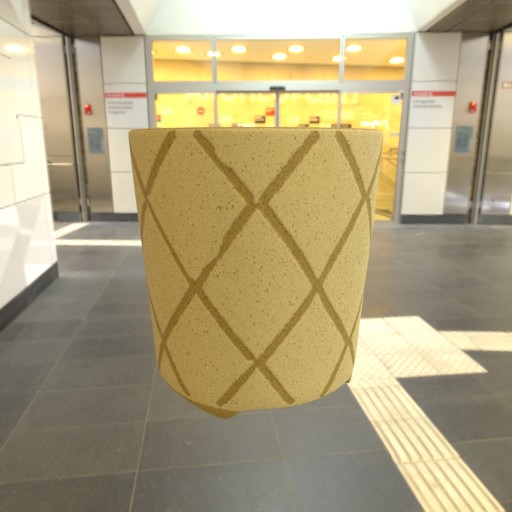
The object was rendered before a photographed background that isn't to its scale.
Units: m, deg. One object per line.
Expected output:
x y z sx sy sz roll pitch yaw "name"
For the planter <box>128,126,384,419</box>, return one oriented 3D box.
0.000 0.000 0.367 0.191 0.199 0.191 0 14 0 "planter"
